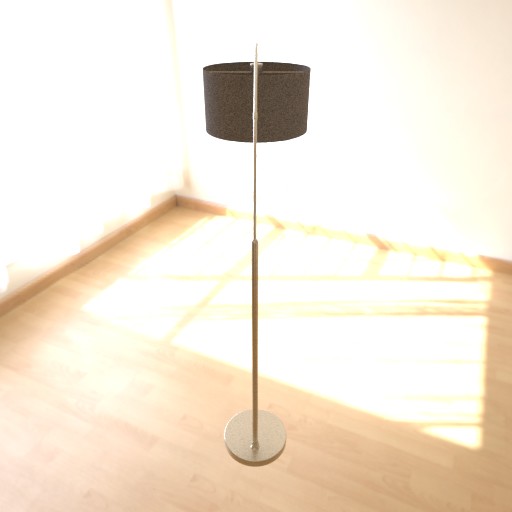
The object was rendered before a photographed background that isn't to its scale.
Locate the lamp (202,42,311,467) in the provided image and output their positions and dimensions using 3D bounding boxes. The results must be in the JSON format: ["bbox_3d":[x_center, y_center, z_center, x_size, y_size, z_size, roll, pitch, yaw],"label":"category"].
[{"bbox_3d":[0.000,0.000,2.039,0.452,1.735,0.934,0,30,1],"label":"lamp"}]
